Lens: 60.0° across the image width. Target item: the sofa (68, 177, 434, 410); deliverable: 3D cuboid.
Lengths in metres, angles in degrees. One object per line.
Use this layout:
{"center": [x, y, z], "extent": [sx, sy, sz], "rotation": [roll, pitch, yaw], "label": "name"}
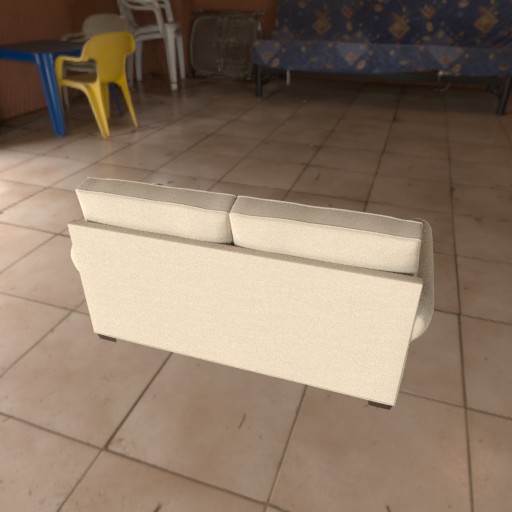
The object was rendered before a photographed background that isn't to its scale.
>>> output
{"center": [0.000, 0.000, 2.383], "extent": [1.774, 0.933, 0.861], "rotation": [10, 33, 15], "label": "sofa"}
